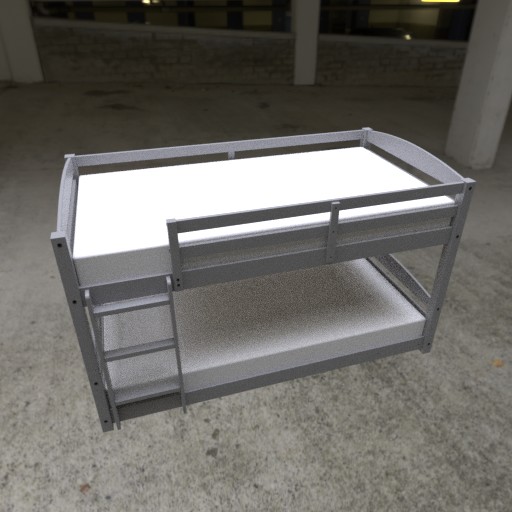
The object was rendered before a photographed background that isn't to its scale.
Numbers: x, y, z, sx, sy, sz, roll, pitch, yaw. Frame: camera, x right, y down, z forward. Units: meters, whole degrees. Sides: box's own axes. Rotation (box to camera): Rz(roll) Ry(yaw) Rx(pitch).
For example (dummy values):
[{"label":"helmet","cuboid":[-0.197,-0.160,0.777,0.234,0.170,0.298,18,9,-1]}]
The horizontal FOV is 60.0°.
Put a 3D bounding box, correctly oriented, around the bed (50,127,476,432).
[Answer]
[{"label":"bed","cuboid":[0.000,0.000,2.700,2.013,1.206,1.105,-9,32,-15]}]
